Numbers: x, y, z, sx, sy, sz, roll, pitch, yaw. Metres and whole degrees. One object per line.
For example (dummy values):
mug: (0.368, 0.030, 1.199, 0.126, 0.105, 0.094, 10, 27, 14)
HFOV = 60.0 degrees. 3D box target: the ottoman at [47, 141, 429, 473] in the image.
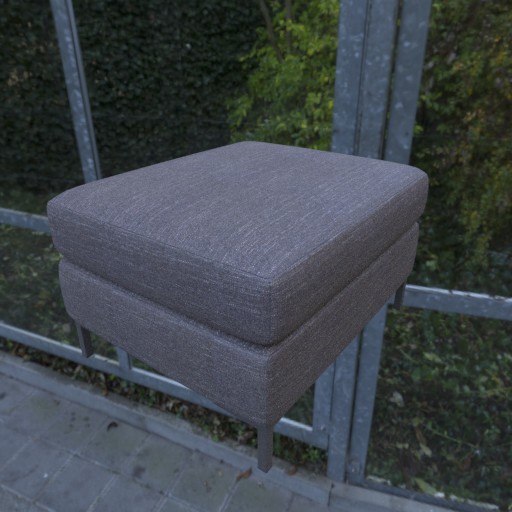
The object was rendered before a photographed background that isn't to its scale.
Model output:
ottoman: (0.000, 0.000, 1.219, 0.671, 0.490, 0.820, 18, 31, 32)
